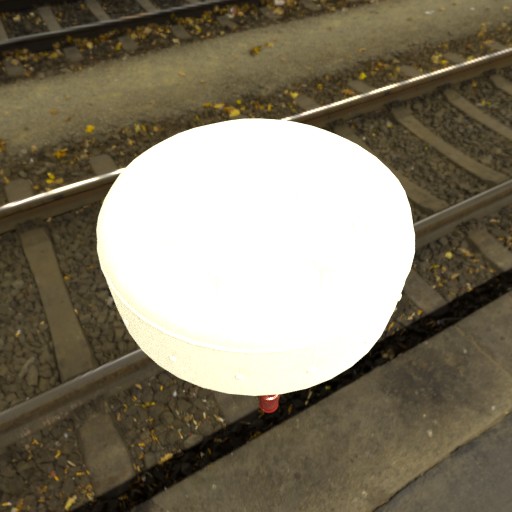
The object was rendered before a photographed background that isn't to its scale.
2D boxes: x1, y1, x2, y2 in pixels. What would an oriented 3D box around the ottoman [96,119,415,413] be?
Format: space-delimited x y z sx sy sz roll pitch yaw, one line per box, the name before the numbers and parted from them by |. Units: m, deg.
ottoman | 0.000 0.000 1.337 0.850 0.483 0.850 0 48 0
